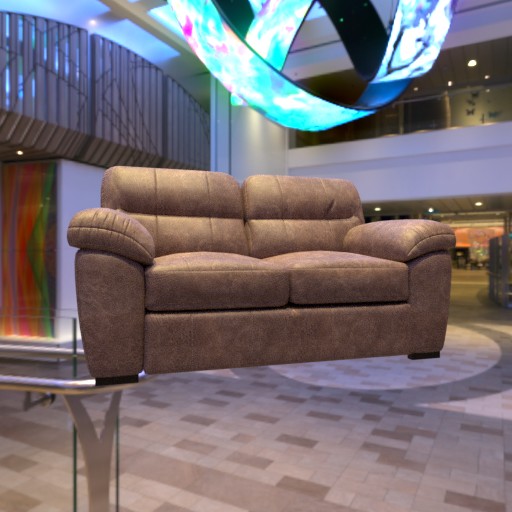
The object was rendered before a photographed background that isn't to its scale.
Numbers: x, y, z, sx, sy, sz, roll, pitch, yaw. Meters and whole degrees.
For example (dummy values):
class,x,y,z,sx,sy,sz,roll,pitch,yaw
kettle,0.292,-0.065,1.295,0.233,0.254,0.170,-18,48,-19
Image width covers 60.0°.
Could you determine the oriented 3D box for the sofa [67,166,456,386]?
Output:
class,x,y,z,sx,sy,sz,roll,pitch,yaw
sofa,0.000,0.000,2.328,1.753,0.991,0.991,0,0,-17
